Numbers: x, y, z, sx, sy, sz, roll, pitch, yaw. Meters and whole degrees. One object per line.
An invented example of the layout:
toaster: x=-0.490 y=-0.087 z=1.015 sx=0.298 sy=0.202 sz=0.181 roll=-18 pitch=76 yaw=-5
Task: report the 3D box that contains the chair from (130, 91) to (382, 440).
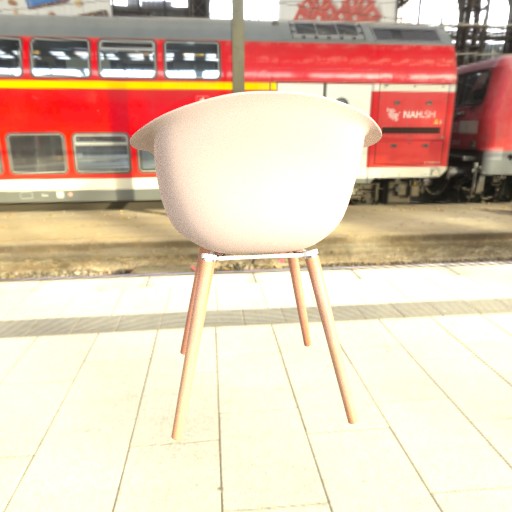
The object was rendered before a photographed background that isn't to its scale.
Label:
chair: x=0.000 y=0.000 z=1.168 sx=0.593 sy=0.781 sz=0.504 roll=-2 pitch=16 yaw=-8
